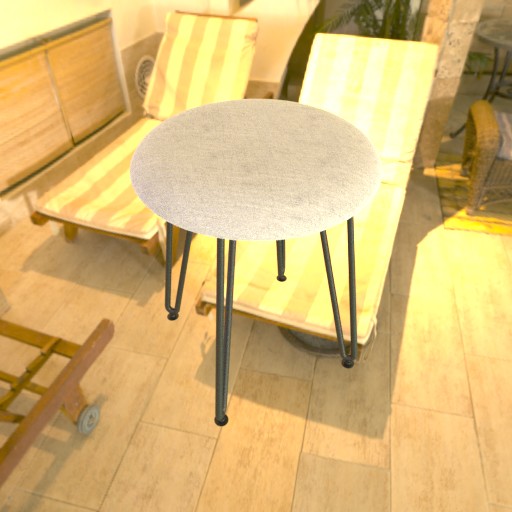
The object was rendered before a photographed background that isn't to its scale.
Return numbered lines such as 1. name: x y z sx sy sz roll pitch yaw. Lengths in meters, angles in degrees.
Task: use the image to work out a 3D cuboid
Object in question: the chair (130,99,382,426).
1. chair: 0.000 0.000 0.659 0.350 0.386 0.350 12 42 14
